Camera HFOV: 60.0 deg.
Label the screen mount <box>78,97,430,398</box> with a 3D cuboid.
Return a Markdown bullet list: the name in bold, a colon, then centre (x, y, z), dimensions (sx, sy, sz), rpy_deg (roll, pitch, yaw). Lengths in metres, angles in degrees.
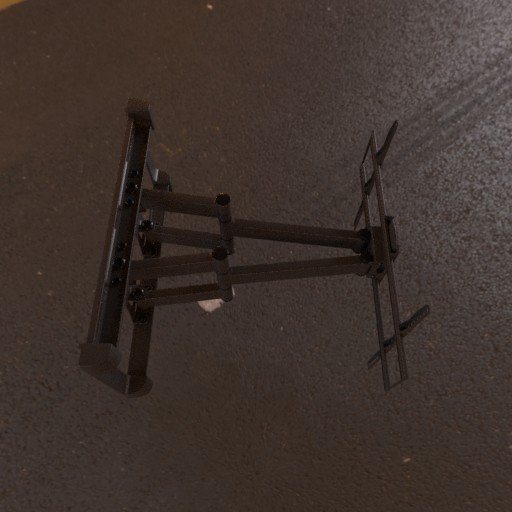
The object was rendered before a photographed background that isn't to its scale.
- **screen mount**: centre (0.000, 0.000, 1.125), dimensions (0.644, 0.491, 0.661), rpy_deg (1, 64, 0)
